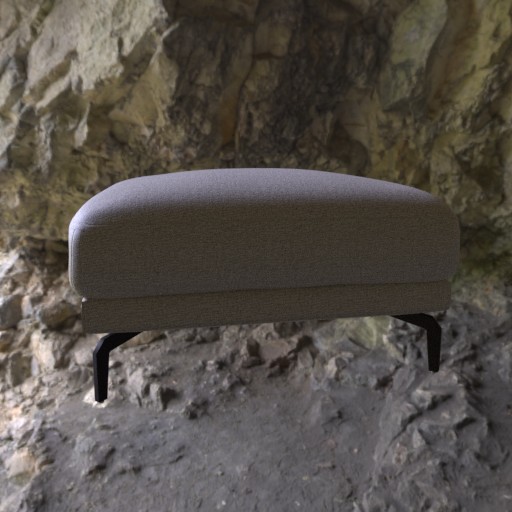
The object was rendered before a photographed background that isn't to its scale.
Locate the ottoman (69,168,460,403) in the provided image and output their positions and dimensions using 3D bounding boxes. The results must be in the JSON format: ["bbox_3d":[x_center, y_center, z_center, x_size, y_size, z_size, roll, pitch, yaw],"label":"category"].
[{"bbox_3d":[0.000,0.000,1.088,0.772,0.420,0.568,-2,14,-9],"label":"ottoman"}]
